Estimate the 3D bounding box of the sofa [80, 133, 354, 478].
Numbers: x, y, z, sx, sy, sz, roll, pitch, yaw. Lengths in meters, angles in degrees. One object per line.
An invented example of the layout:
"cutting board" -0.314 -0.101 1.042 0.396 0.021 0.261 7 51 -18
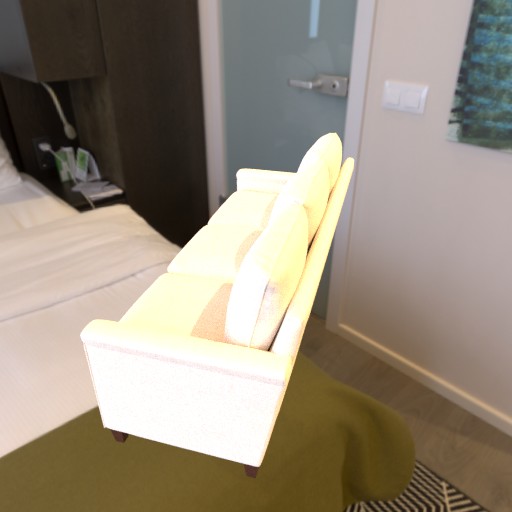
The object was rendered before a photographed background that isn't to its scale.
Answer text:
"sofa" 0.000 0.000 2.377 0.828 0.961 1.925 8 31 14
